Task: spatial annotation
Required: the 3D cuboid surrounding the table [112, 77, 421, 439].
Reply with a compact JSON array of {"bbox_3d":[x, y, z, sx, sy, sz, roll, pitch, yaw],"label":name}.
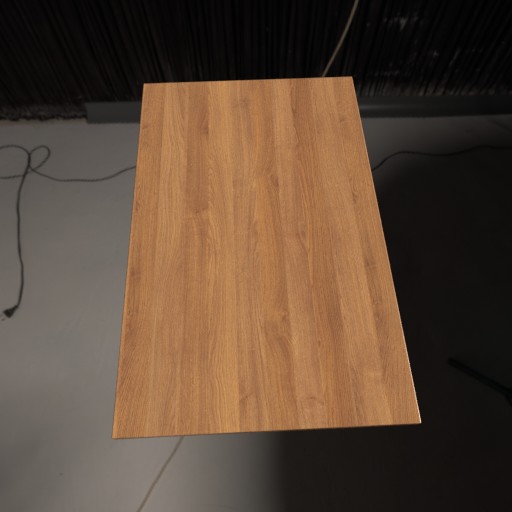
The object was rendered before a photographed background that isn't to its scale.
[{"bbox_3d":[0.000,0.000,1.441,0.700,0.442,1.100,-2,64,-1],"label":"table"}]
